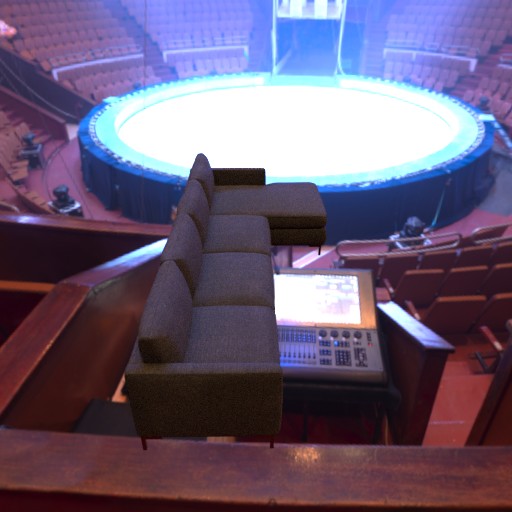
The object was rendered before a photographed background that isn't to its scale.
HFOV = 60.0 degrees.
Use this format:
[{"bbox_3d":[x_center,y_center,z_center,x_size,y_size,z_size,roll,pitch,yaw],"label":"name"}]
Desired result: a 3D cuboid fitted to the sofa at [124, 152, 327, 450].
[{"bbox_3d":[0.000,0.000,3.516,1.350,0.810,2.932,0,32,0],"label":"sofa"}]
